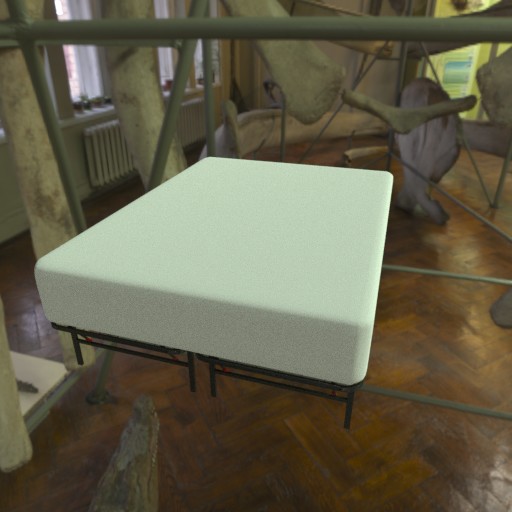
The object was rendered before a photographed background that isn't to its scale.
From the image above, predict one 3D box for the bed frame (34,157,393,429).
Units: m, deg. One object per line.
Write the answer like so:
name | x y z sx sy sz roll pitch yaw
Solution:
bed frame | 0.000 0.000 2.796 1.528 0.677 2.037 8 28 16
